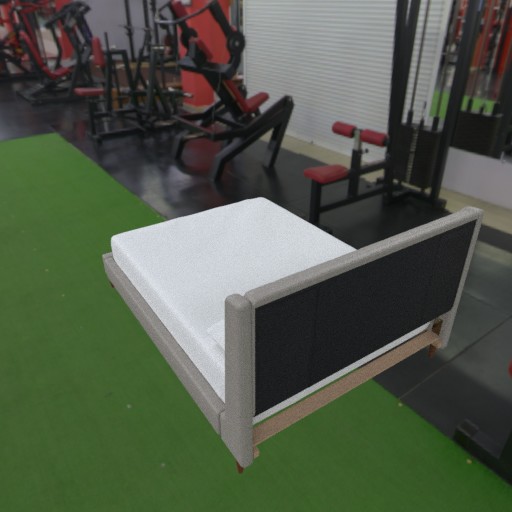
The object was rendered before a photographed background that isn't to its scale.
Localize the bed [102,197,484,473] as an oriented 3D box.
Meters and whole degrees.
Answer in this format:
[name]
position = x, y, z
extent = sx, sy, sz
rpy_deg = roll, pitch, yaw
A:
[bed]
position = 0.000, 0.000, 3.195
extent = 1.656, 1.147, 2.232
rpy_deg = -19, 35, -29
